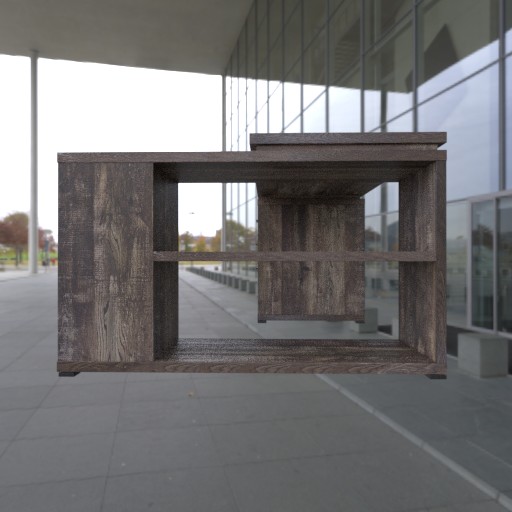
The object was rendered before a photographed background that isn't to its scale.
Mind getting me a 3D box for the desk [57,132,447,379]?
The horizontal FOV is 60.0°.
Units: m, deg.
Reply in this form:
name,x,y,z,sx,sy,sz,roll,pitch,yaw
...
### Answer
name,x,y,z,sx,sy,sz,roll,pitch,yaw
desk,0.000,0.000,2.124,1.200,0.753,1.524,0,0,1
